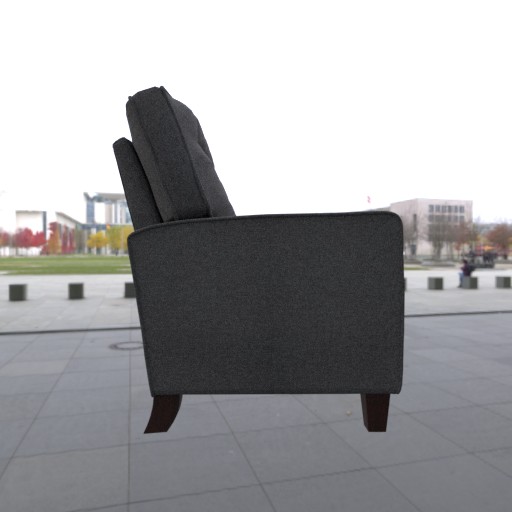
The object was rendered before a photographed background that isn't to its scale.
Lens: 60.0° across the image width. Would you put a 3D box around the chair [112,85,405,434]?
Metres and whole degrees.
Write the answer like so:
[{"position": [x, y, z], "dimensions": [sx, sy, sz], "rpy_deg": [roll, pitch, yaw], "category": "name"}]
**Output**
[{"position": [0.000, 0.000, 1.408], "dimensions": [0.775, 0.889, 0.650], "rpy_deg": [0, 1, -1], "category": "chair"}]
